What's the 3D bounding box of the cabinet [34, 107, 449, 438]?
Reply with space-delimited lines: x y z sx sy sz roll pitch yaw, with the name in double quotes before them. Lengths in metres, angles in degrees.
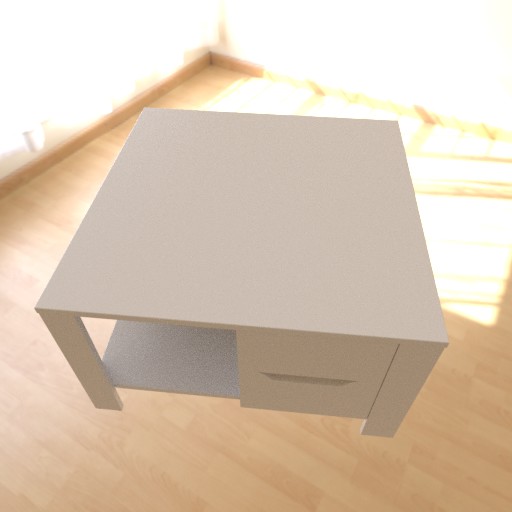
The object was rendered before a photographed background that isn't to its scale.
"cabinet" 0.000 0.000 1.286 0.800 0.460 0.800 4 47 4
